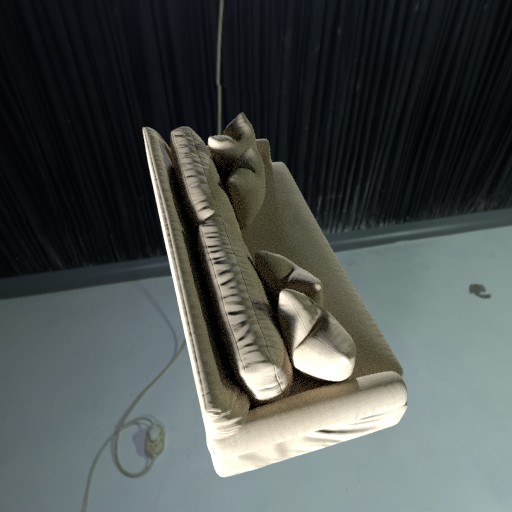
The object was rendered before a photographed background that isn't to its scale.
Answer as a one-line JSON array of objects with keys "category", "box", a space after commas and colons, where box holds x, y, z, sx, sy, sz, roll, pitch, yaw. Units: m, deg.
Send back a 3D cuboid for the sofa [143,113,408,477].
[{"category": "sofa", "box": [0.000, 0.000, 2.766, 1.067, 0.904, 2.285, -12, 48, -11]}]
